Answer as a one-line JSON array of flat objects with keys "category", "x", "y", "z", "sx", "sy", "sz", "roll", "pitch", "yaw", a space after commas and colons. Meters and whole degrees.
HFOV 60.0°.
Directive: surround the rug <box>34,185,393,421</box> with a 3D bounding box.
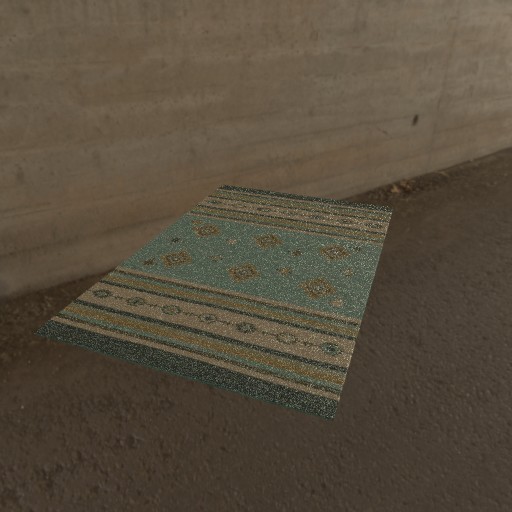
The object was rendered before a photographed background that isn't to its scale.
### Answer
[{"category": "rug", "x": 0.000, "y": 0.000, "z": 2.324, "sx": 1.212, "sy": 0.010, "sz": 1.811, "roll": 11, "pitch": 31, "yaw": 18}]
